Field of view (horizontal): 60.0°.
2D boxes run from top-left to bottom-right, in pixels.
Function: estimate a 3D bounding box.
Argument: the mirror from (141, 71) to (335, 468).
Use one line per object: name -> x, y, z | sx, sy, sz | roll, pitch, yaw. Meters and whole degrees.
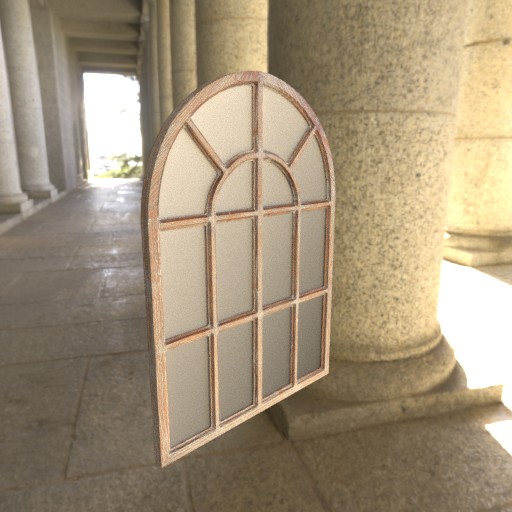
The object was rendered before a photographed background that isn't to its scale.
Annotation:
mirror -> 0.000, 0.000, 1.184 | 0.660, 0.920, 0.032 | -13, 18, -43
